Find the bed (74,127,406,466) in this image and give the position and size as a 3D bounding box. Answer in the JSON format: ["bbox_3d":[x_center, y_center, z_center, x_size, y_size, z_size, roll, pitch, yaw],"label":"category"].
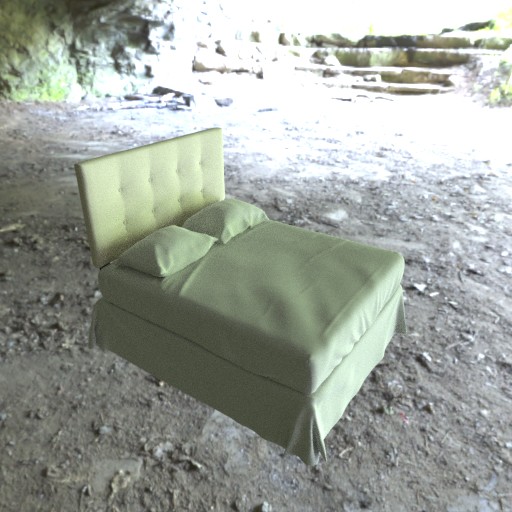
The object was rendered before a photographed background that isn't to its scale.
[{"bbox_3d":[0.000,0.000,3.587,2.222,1.577,1.936,17,32,30],"label":"bed"}]
